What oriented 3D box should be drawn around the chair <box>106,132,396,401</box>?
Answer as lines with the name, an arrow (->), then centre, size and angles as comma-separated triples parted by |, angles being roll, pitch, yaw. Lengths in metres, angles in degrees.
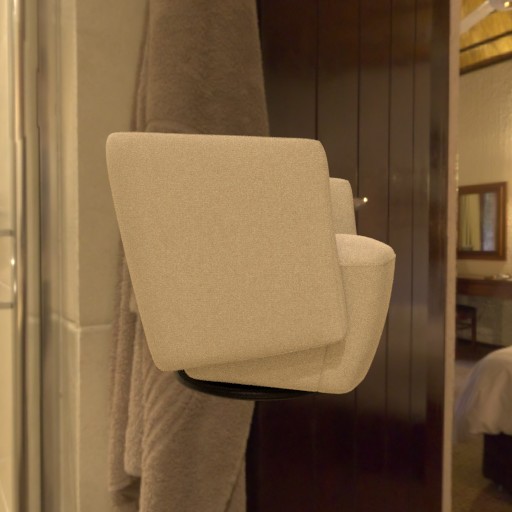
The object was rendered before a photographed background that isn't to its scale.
chair -> 0.000, 0.000, 1.640 | 0.986, 0.861, 0.822 | 0, 1, 17
